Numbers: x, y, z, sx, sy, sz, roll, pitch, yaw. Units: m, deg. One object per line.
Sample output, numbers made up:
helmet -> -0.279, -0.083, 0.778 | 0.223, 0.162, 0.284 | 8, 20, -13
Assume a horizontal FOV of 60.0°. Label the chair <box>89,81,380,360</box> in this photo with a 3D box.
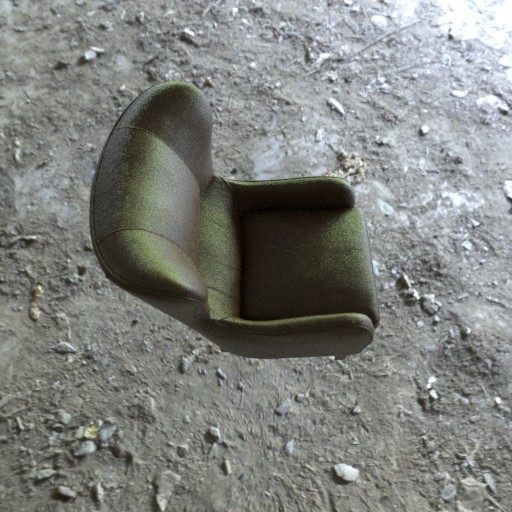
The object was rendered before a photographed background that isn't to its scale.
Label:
chair -> 0.000, 0.000, 1.637 | 0.914, 1.048, 0.692 | -1, 64, -1
